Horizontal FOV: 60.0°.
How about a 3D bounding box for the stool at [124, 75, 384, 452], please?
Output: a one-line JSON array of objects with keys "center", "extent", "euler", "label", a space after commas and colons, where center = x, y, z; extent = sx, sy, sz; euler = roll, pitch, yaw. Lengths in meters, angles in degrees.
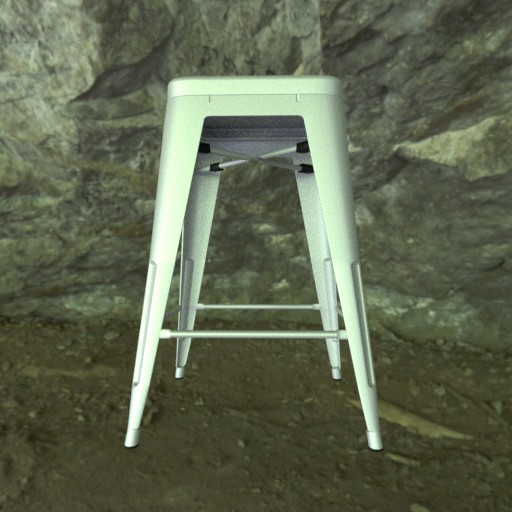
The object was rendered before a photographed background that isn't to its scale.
[{"center": [0.000, 0.000, 0.893], "extent": [0.410, 0.608, 0.410], "euler": [0, 0, 1], "label": "stool"}]
